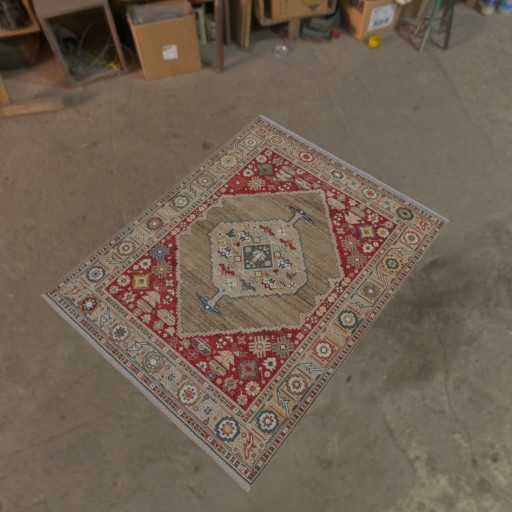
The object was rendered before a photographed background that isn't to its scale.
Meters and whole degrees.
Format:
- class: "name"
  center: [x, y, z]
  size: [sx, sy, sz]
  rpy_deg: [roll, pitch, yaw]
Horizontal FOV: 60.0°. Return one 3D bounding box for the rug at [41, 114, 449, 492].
- class: "rug"
  center: [0.000, 0.000, 4.212]
  size: [2.451, 0.008, 3.143]
  rpy_deg: [35, 64, 20]
